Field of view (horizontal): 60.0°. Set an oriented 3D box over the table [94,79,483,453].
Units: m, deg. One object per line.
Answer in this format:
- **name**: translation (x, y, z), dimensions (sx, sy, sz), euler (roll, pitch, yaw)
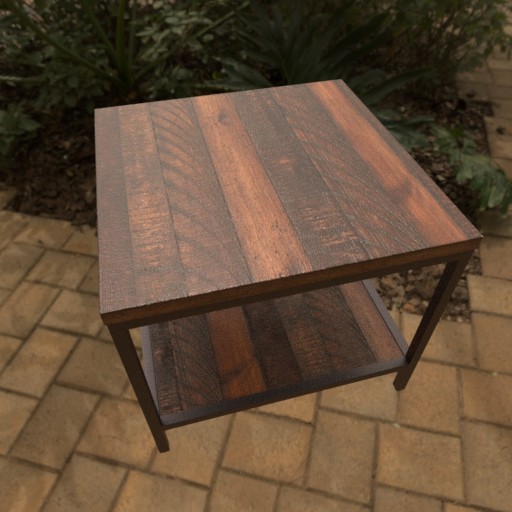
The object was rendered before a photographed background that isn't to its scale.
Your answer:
- **table**: translation (0.000, 0.000, 0.963), dimensions (0.553, 0.482, 0.548), euler (-11, 47, -10)
